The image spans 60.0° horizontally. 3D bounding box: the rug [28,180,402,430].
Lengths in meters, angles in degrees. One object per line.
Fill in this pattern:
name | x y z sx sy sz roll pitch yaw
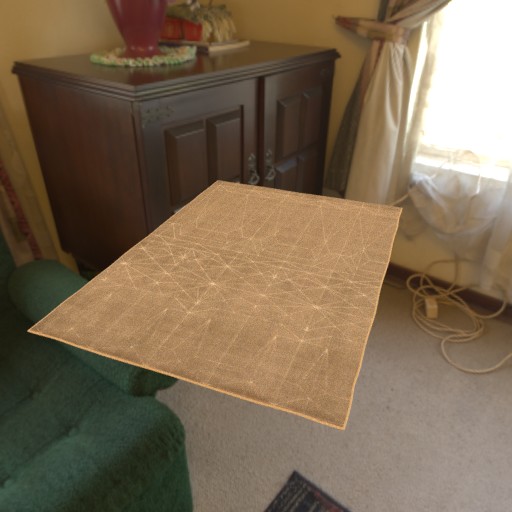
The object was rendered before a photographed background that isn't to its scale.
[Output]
rug | 0.000 0.000 4.337 2.449 0.019 3.357 11 33 18
